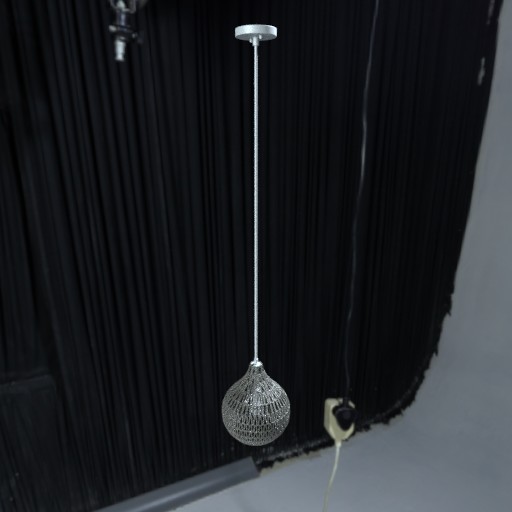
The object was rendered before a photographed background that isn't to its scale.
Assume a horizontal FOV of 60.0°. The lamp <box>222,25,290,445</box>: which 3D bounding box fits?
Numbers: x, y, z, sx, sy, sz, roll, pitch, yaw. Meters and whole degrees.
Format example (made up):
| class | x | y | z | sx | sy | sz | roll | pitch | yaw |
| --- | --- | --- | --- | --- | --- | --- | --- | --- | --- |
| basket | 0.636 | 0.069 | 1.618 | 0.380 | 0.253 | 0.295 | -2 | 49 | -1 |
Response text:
| class | x | y | z | sx | sy | sz | roll | pitch | yaw |
| --- | --- | --- | --- | --- | --- | --- | --- | --- | --- |
| lamp | 0.000 | 0.000 | 2.072 | 0.355 | 1.919 | 0.355 | -8 | 18 | -24 |
